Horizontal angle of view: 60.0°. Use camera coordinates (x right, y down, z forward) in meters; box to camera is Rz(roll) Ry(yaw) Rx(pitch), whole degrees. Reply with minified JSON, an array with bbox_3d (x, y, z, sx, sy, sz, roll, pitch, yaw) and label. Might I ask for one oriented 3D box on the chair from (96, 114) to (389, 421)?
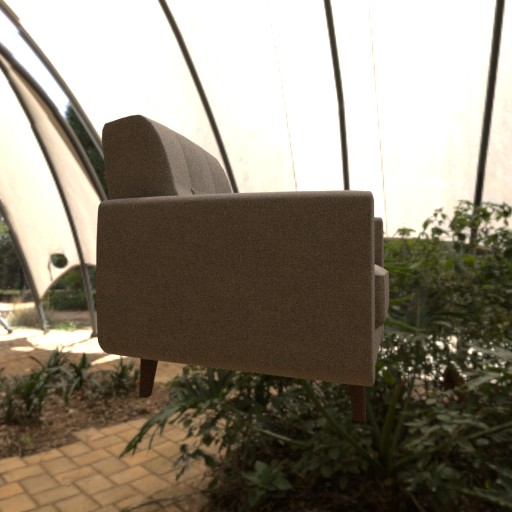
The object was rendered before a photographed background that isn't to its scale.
[{"bbox_3d":[0.000,0.000,1.660,0.942,0.968,0.845,0,-1,18],"label":"chair"}]
